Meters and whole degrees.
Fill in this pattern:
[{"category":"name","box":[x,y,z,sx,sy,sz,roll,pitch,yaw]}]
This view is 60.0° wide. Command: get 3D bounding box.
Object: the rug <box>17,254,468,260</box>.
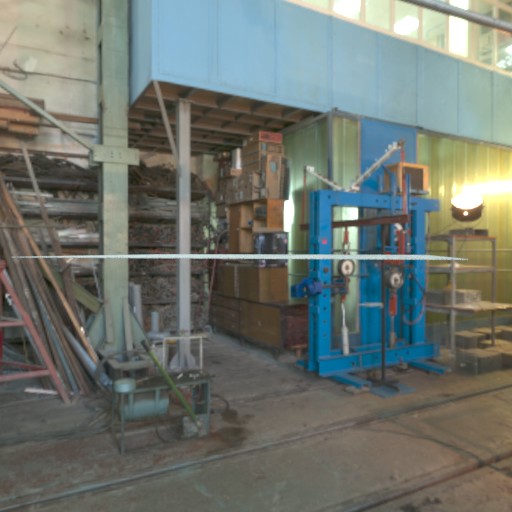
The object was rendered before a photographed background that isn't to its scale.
[{"category":"rug","box":[0.000,0.000,4.128,3.197,0.006,2.438,0,1,16]}]
